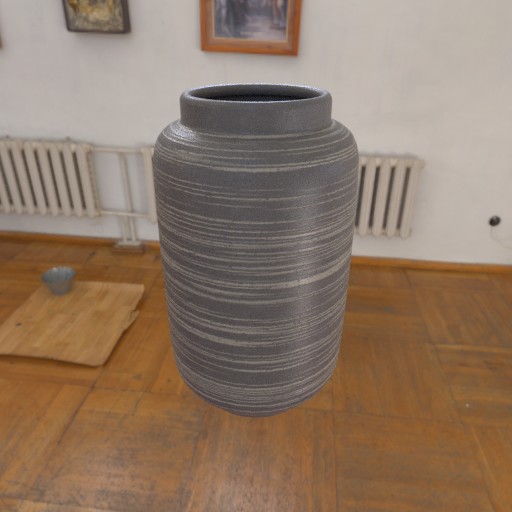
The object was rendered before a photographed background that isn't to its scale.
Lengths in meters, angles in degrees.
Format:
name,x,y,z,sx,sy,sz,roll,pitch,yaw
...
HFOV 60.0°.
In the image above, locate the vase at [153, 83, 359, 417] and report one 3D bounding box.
name,x,y,z,sx,sy,sz,roll,pitch,yaw
vase,0.000,0.000,0.711,0.297,0.499,0.297,0,27,0
